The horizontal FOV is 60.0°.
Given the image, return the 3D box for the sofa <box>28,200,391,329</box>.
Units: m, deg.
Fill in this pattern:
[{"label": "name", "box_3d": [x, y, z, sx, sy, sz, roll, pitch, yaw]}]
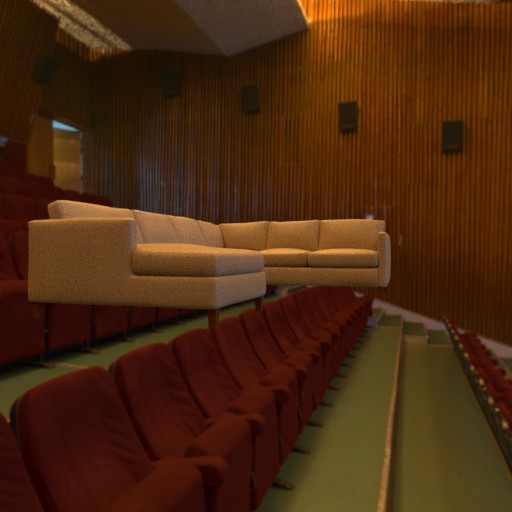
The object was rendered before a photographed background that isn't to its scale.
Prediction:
[{"label": "sofa", "box_3d": [0.000, 0.000, 4.594, 2.594, 0.961, 3.460, 0, 0, 19]}]
